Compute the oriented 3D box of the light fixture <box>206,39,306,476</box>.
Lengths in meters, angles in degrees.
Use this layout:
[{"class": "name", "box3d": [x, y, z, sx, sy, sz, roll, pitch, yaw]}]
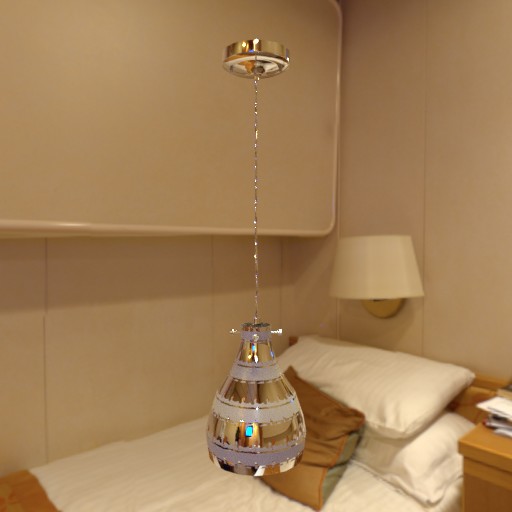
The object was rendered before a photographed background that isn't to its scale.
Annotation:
[{"class": "light fixture", "box3d": [0.000, 0.000, 1.632, 0.374, 1.457, 0.374, 0, 2, 1]}]
